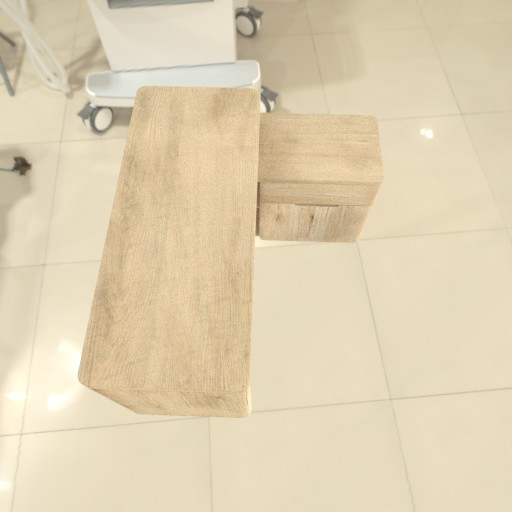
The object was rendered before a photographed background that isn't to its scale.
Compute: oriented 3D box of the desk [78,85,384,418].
[{"bbox_3d":[0.000,0.000,2.139,1.175,0.770,1.400,2,64,1],"label":"desk"}]
